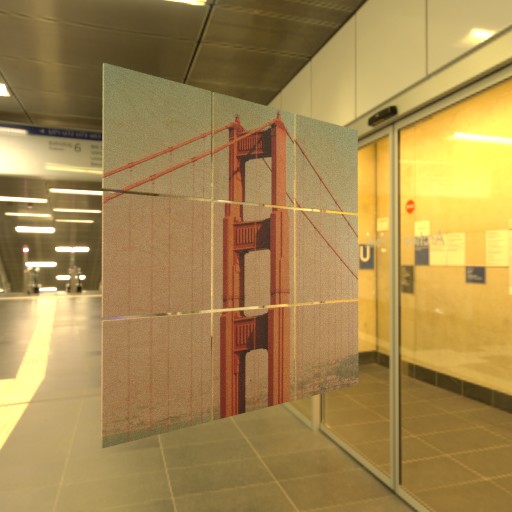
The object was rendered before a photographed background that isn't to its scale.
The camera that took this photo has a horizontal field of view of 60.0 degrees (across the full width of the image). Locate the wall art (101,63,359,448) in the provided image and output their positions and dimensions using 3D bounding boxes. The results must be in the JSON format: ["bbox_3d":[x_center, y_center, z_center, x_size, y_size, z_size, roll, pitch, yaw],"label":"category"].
[{"bbox_3d":[0.000,0.000,1.768,1.214,1.219,0.013,1,-1,-37],"label":"wall art"}]
